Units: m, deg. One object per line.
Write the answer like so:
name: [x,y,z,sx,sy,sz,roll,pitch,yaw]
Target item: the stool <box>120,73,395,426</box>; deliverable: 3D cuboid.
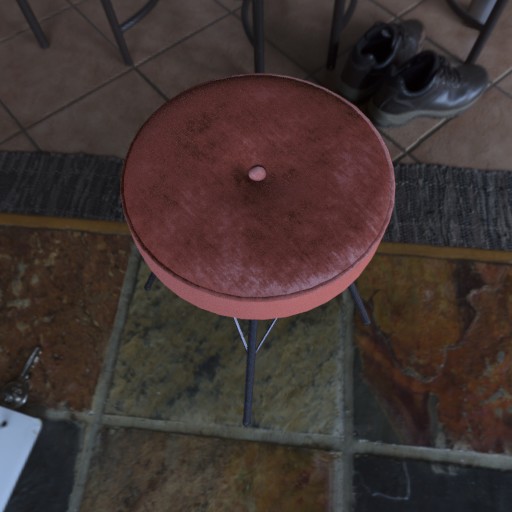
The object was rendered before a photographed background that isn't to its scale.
stool: [0.000,0.000,0.911,0.421,0.593,0.457,-36,70,-15]
